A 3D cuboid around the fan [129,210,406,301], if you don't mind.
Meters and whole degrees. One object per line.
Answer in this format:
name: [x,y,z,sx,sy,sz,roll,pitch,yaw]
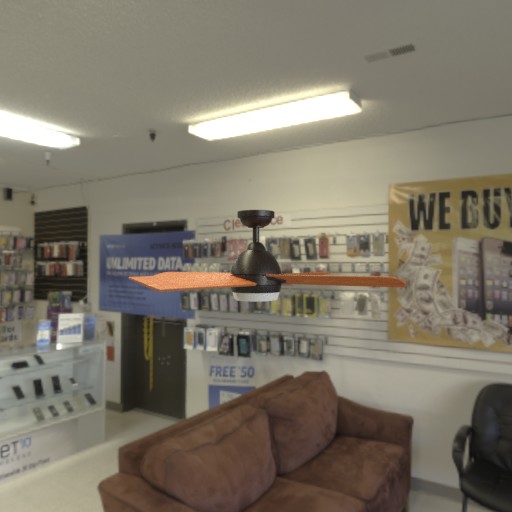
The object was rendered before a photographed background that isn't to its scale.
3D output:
fan: [0.000,0.000,2.025,1.332,0.403,1.332,-1,-1,35]
